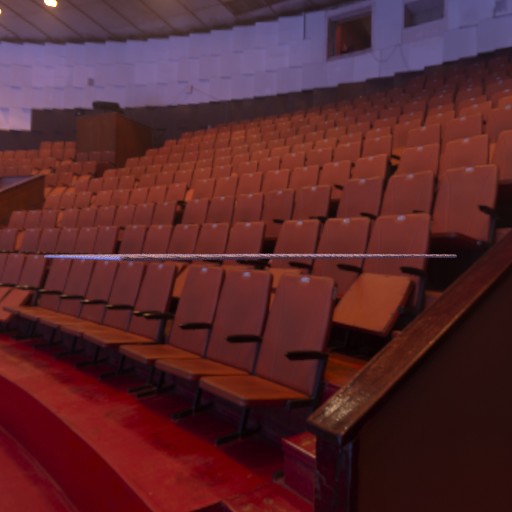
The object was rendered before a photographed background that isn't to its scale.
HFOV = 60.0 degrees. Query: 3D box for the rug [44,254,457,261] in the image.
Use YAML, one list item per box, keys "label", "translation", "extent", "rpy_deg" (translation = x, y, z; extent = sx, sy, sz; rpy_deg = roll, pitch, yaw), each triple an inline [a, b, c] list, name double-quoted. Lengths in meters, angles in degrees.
- label: "rug"
  translation: [0.000, 0.000, 3.050]
  extent: [2.406, 0.023, 1.539]
  rpy_deg: [0, 0, -36]
